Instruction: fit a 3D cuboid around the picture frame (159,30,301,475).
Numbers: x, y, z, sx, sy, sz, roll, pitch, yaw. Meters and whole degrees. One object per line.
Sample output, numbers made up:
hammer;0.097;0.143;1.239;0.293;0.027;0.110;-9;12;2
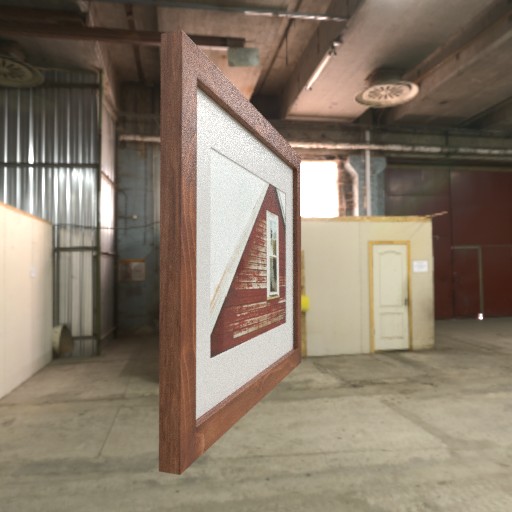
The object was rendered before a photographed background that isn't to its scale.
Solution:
picture frame;0.000;0.000;0.724;0.025;0.457;0.559;0;-1;18
